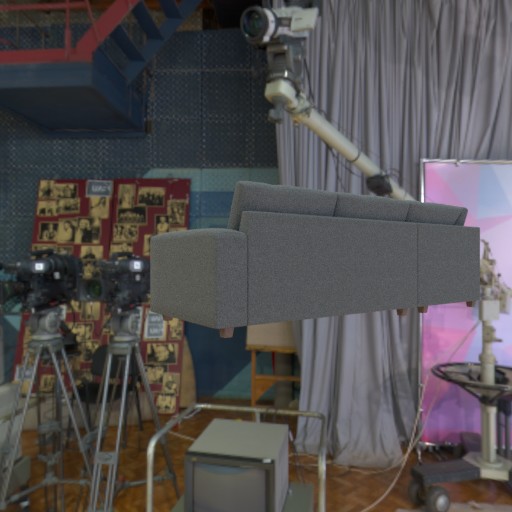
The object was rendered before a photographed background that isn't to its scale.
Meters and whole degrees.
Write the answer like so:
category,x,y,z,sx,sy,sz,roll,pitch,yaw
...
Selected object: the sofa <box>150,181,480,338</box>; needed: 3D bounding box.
category,x,y,z,sx,sy,sz,roll,pitch,yaw
sofa,0.000,0.000,4.703,2.895,0.965,3.277,0,0,-35
